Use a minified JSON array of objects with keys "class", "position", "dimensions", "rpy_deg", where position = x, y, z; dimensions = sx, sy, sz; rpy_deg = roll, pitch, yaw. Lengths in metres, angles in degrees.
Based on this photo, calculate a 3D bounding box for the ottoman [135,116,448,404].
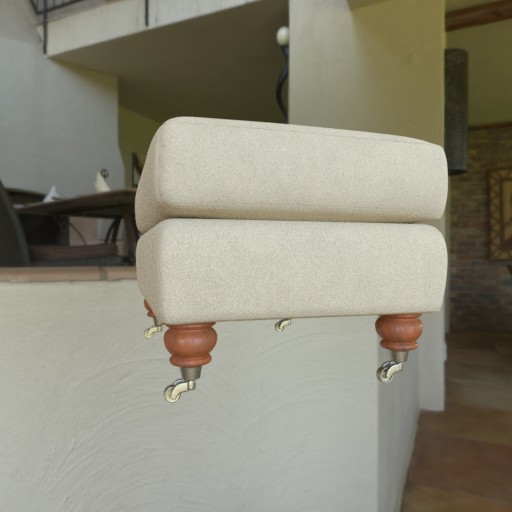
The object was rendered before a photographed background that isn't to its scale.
[{"class":"ottoman","position":[0.000,0.000,1.119],"dimensions":[0.569,0.504,0.773],"rpy_deg":[0,0,-17]}]
